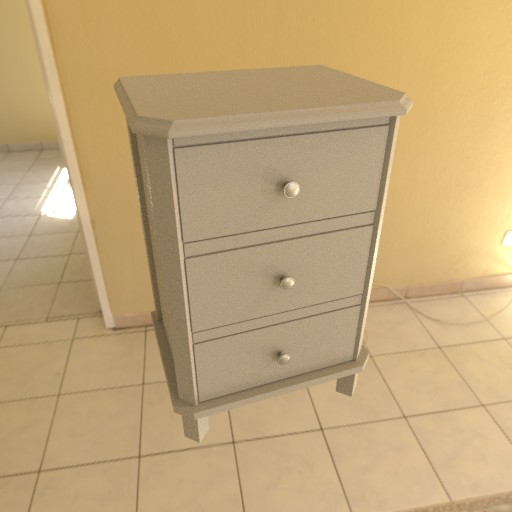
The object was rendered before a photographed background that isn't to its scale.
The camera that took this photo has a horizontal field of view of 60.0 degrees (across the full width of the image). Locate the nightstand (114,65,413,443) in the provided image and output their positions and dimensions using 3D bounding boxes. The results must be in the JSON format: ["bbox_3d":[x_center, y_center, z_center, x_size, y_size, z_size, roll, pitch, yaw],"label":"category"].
[{"bbox_3d":[0.000,0.000,0.937,0.450,0.680,0.350,-11,33,-17],"label":"nightstand"}]
